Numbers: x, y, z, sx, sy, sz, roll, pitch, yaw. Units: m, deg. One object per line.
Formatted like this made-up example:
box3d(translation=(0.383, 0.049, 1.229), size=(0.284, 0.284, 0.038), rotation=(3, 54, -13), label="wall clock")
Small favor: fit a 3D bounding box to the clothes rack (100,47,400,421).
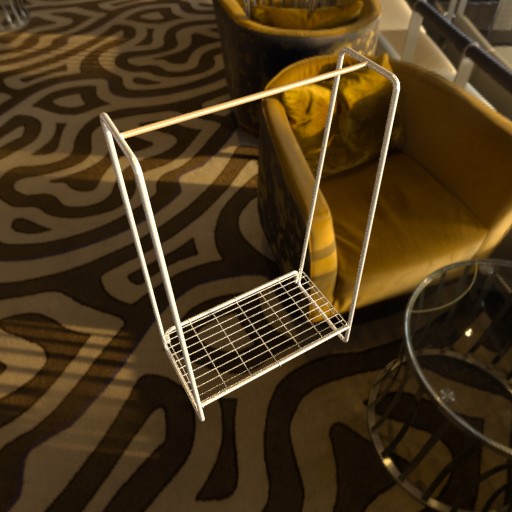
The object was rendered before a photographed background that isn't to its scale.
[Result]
box3d(translation=(0.000, 0.000, 1.912), size=(0.900, 1.500, 0.495), rotation=(-23, 52, -20), label="clothes rack")
